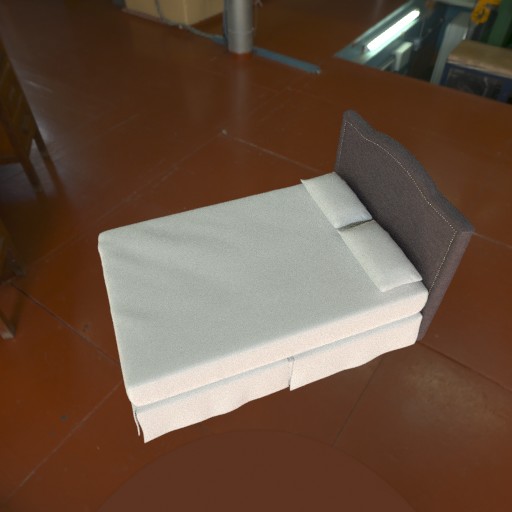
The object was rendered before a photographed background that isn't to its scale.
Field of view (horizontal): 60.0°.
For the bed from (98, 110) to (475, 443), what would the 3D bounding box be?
[{"bbox_3d":[0.000,0.000,3.612,2.507,1.441,1.741,-15,49,-14],"label":"bed"}]
